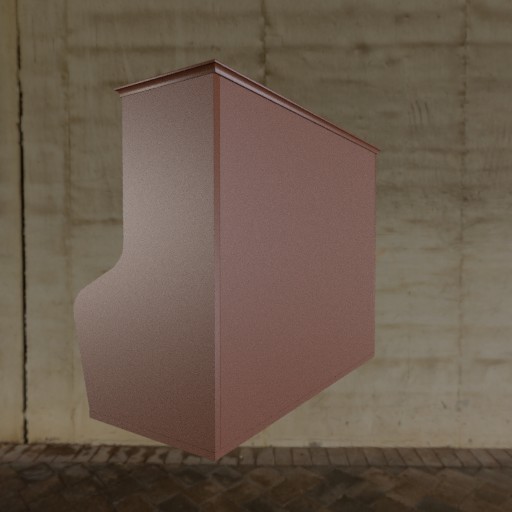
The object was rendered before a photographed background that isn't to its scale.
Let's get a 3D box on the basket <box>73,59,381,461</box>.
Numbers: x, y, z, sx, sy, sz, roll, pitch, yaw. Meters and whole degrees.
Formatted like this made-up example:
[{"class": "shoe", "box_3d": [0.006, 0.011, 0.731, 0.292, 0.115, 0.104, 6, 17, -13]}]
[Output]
[{"class": "basket", "box_3d": [0.000, 0.000, 1.113, 0.376, 0.625, 0.792, 1, 2, 33]}]
